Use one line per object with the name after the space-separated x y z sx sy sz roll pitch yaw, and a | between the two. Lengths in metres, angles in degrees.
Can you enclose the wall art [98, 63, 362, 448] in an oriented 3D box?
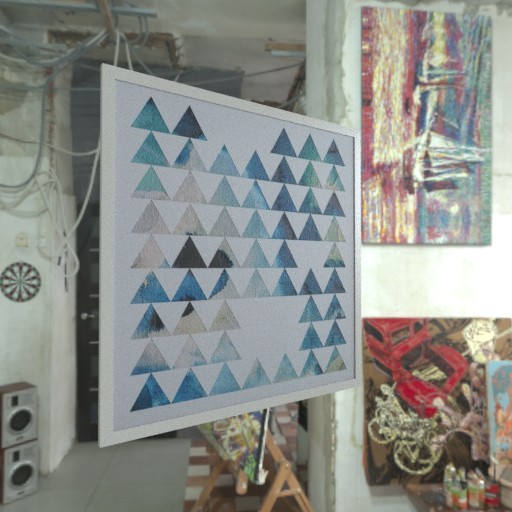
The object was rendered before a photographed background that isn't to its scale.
0.000 0.000 0.661 0.456 0.456 0.007 1 -1 -36 | wall art
